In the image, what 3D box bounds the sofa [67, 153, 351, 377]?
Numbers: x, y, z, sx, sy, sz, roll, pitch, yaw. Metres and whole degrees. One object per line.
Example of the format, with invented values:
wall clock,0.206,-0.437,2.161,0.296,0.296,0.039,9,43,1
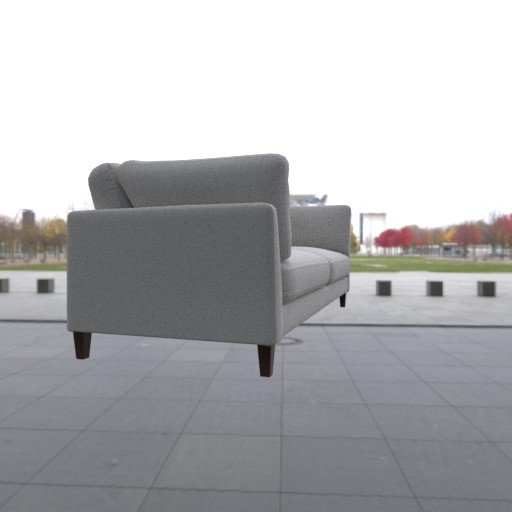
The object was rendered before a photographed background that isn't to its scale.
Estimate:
sofa,0.000,0.000,2.784,0.957,0.863,2.301,0,1,19
